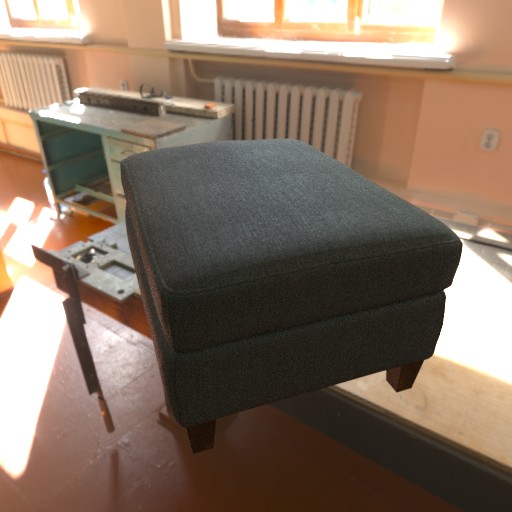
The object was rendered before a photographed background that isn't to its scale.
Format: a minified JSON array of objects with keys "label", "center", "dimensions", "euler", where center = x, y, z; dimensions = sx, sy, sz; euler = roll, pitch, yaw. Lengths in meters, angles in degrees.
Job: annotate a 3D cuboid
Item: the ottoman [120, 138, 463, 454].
[{"label":"ottoman","center":[0.000,0.000,1.221],"dimensions":[0.639,0.496,0.826],"euler":[-10,31,-17]}]
